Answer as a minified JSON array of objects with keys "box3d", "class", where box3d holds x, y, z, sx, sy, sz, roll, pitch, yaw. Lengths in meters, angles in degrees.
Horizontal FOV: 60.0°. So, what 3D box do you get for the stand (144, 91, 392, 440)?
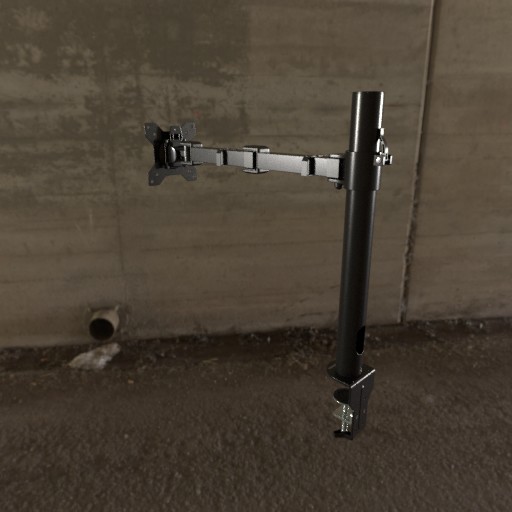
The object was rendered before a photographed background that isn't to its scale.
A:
[{"box3d":[0.000,0.000,0.752,0.456,0.510,0.115,17,24,42],"class":"stand"}]
